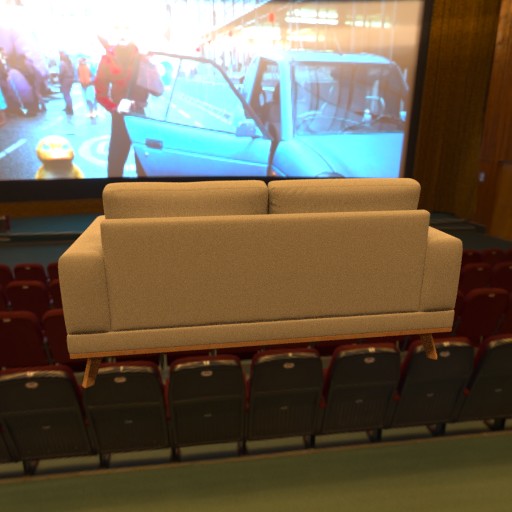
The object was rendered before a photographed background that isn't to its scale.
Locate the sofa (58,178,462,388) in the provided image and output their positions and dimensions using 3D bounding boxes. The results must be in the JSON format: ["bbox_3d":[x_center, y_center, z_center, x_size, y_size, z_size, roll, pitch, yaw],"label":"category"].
[{"bbox_3d":[0.000,0.000,2.176,1.651,0.810,0.915,-2,17,-8],"label":"sofa"}]
